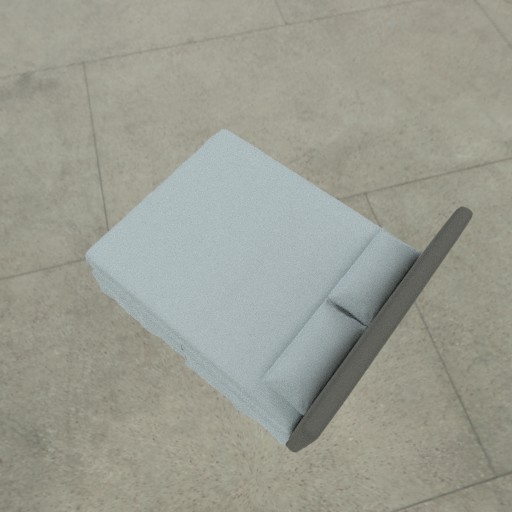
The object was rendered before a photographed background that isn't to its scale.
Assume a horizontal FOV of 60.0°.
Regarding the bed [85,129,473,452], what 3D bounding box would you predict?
[{"bbox_3d":[0.000,0.000,3.296,2.142,1.330,1.748,36,69,16],"label":"bed"}]
